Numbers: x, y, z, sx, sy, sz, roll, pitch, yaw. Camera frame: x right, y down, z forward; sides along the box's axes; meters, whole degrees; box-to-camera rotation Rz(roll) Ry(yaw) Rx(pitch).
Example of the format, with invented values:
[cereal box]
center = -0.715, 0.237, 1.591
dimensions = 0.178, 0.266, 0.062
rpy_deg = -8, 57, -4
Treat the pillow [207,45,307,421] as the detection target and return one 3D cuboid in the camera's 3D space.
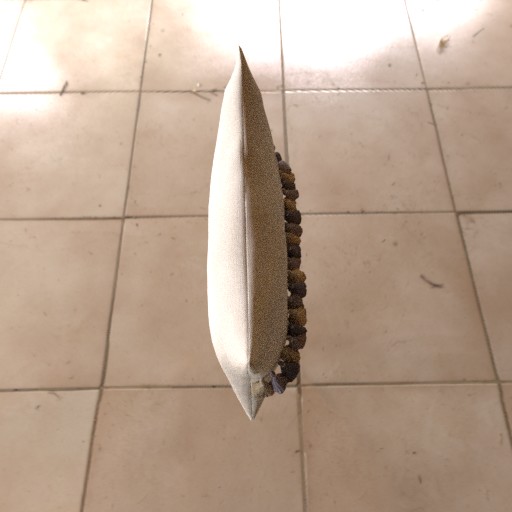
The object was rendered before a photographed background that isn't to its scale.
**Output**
[pillow]
center = 0.000, 0.000, 0.759
dimensions = 0.165, 0.481, 0.489
rpy_deg = -2, 65, -1
